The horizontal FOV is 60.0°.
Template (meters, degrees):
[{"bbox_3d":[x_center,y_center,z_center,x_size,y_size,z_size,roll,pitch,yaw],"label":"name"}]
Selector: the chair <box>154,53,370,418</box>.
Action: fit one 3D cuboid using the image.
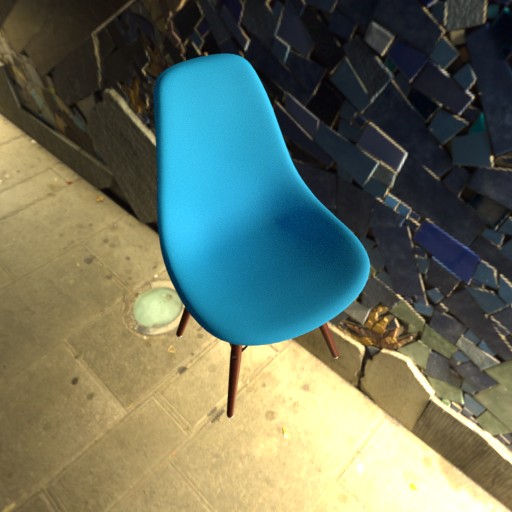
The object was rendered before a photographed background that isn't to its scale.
[{"bbox_3d":[0.000,0.000,1.149,0.470,0.826,0.533,-24,52,-20],"label":"chair"}]
